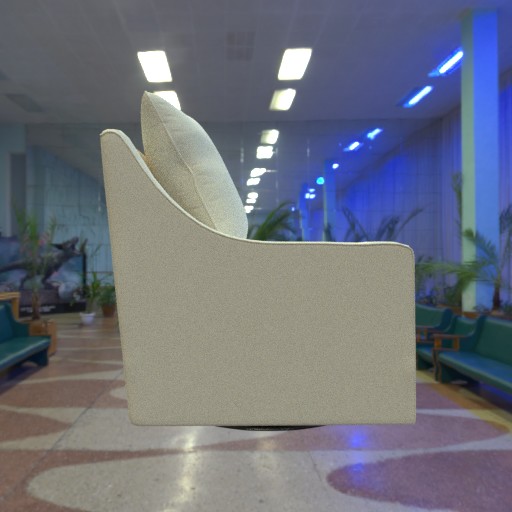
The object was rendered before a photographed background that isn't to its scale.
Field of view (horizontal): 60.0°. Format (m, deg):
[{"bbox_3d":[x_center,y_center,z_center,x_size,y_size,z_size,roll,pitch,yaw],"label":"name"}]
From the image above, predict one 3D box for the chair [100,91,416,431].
[{"bbox_3d":[0.000,0.000,1.563,0.876,0.965,0.756,0,0,-1],"label":"chair"}]
